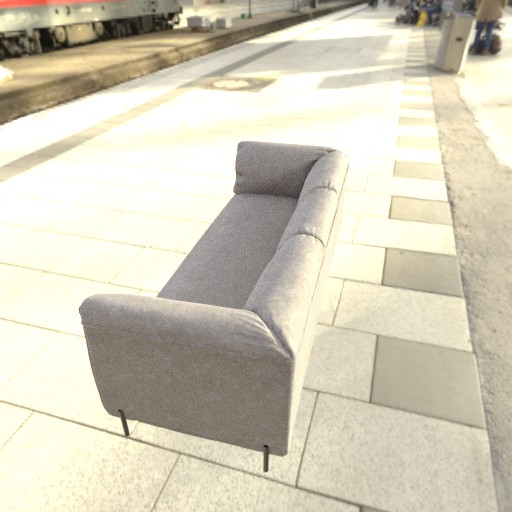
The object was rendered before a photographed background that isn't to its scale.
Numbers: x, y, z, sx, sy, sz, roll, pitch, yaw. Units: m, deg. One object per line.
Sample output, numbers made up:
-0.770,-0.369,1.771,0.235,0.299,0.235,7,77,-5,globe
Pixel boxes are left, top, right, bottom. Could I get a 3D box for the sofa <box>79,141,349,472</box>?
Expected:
0.000,0.000,2.694,0.899,0.758,2.238,8,33,13,sofa
